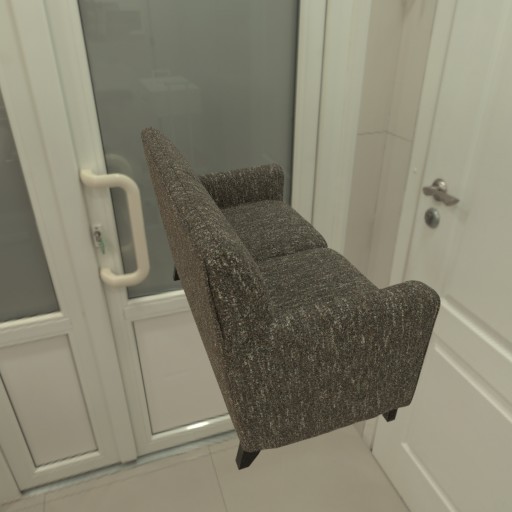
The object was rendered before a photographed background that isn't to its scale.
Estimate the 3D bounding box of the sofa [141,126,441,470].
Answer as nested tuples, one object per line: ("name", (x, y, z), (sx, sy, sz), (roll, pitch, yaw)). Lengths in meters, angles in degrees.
("sofa", (0.000, 0.000, 2.052), (0.801, 0.946, 1.519), (-10, 31, -17))
